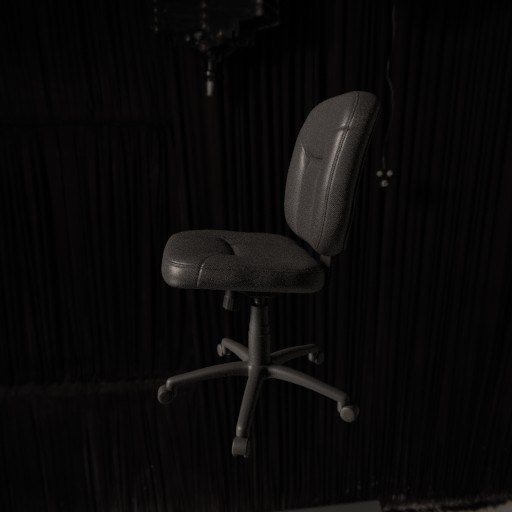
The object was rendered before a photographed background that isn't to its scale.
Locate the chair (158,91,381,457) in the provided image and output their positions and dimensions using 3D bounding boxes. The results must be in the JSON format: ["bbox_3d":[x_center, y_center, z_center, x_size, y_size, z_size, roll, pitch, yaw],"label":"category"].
[{"bbox_3d":[0.000,0.000,1.379,0.646,0.959,0.647,-2,15,-8],"label":"chair"}]
